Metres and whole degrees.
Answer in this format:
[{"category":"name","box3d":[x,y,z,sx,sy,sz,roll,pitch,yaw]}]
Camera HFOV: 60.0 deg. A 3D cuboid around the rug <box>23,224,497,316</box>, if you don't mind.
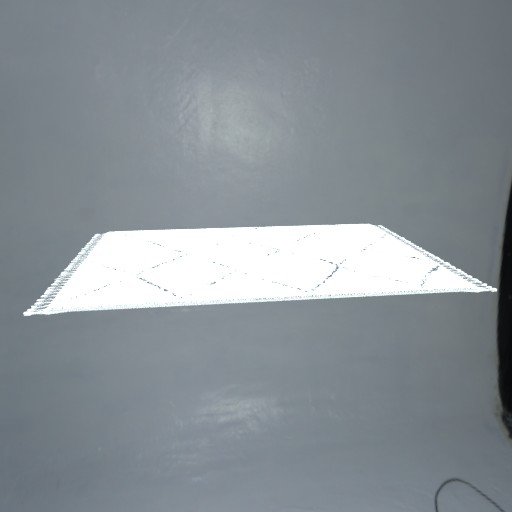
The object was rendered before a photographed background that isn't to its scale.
[{"category":"rug","box3d":[0.000,0.000,2.838,2.307,0.031,1.494,-2,17,-7]}]
